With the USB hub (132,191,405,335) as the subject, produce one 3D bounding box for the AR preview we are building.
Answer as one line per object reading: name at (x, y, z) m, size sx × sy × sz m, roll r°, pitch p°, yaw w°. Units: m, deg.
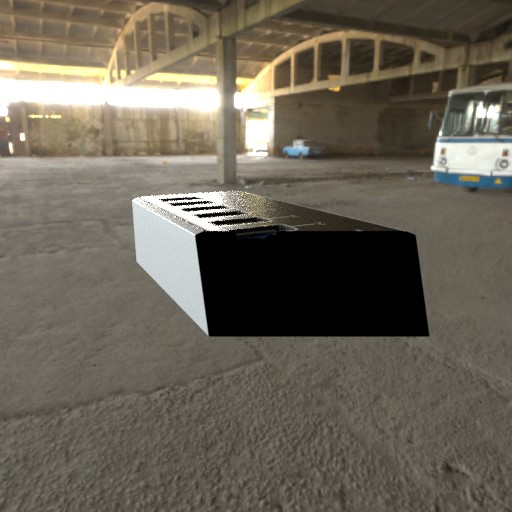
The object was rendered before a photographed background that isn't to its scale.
USB hub at (0.000, 0.000, 0.123) m, size 0.044 × 0.023 × 0.110 m, roll -8°, pitch 17°, yaw -27°
